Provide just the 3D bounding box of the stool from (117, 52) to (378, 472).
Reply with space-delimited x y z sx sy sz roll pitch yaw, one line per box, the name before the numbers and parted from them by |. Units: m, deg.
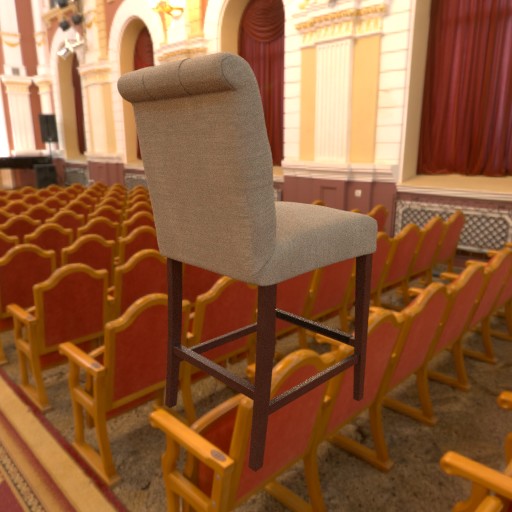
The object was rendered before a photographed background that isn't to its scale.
stool | 0.000 0.000 1.414 0.660 1.084 0.486 -13 19 -42
